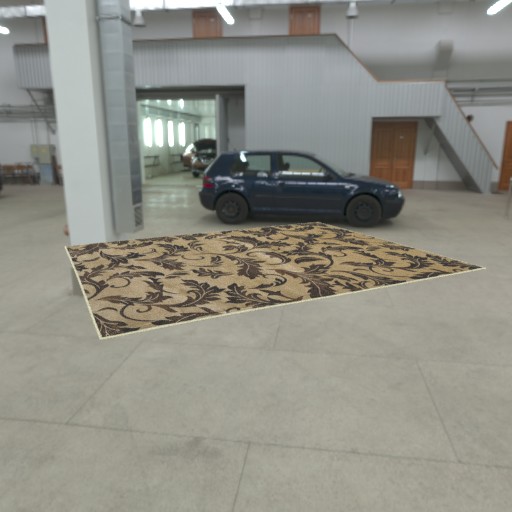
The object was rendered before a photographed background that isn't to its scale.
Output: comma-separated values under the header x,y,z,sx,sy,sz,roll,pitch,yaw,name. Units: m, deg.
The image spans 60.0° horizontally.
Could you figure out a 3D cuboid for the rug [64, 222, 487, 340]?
x,y,z,sx,sy,sz,roll,pitch,yaw,name
0.000,0.000,3.930,2.977,0.008,2.380,-7,16,-26,rug
